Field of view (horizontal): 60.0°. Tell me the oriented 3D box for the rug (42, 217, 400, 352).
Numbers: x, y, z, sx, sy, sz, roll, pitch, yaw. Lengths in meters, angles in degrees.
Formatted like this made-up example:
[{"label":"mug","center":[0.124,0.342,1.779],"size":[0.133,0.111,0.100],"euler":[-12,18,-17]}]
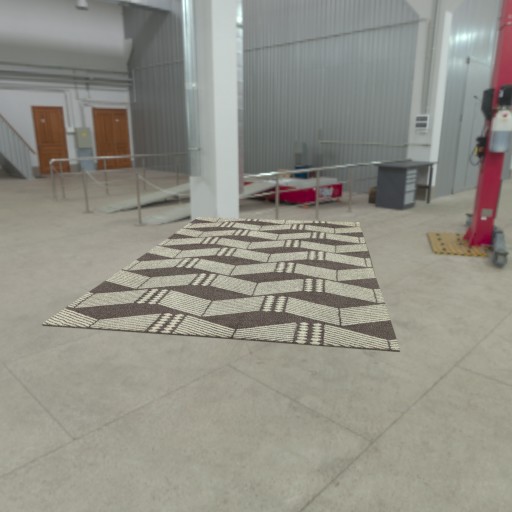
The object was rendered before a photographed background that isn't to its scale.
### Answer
[{"label":"rug","center":[0.000,0.000,2.980],"size":[1.517,0.011,2.435],"euler":[3,16,9]}]
